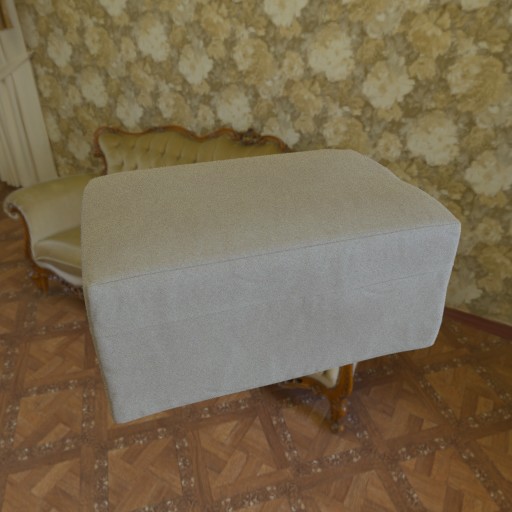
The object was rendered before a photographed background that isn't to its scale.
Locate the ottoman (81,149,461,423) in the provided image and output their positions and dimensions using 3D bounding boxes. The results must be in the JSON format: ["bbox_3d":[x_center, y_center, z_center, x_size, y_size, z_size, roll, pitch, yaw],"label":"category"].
[{"bbox_3d":[0.000,0.000,1.222,0.872,0.444,0.590,-10,33,-15],"label":"ottoman"}]
